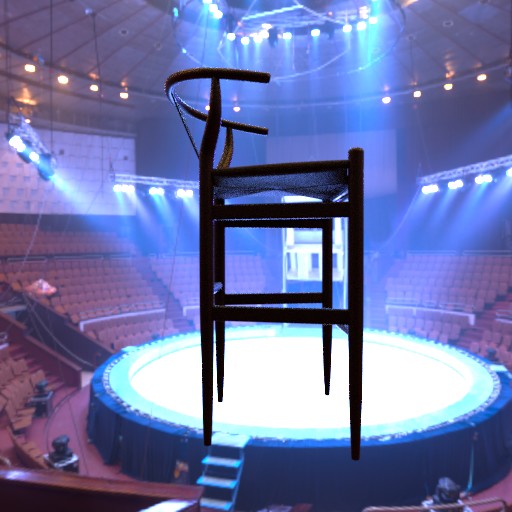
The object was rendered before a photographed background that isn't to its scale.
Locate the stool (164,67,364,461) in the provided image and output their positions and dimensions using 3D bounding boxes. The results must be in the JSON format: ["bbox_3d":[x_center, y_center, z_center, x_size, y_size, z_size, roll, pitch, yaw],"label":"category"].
[{"bbox_3d":[0.000,0.000,1.439,0.579,1.072,0.569,0,0,1],"label":"stool"}]
